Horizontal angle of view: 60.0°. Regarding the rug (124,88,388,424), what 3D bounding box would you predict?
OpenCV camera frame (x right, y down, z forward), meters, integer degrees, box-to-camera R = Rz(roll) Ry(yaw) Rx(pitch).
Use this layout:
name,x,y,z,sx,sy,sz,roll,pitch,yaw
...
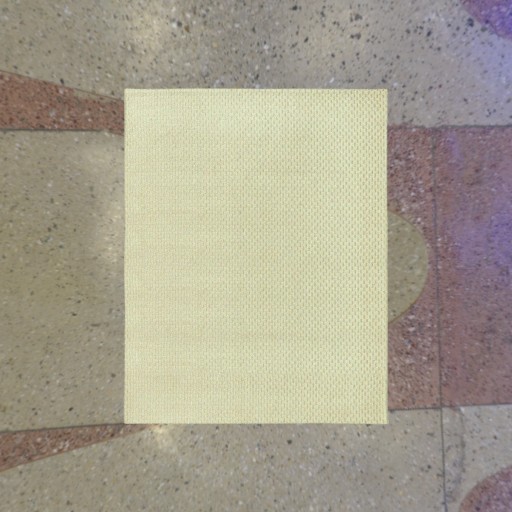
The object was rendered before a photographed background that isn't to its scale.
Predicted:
name,x,y,z,sx,sy,sz,roll,pitch,yaw
rug,0.000,0.000,3.822,2.277,0.035,2.897,0,90,0
